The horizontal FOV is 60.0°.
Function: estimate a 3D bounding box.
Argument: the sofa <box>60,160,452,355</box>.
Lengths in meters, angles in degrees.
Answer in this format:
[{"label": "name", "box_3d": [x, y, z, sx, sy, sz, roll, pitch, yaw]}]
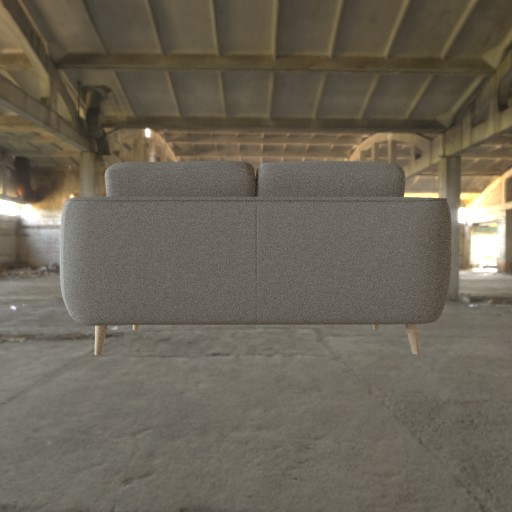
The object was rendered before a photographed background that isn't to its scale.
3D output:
[{"label": "sofa", "box_3d": [0.000, 0.000, 2.239, 1.700, 0.850, 0.920, 0, 1, -1]}]
